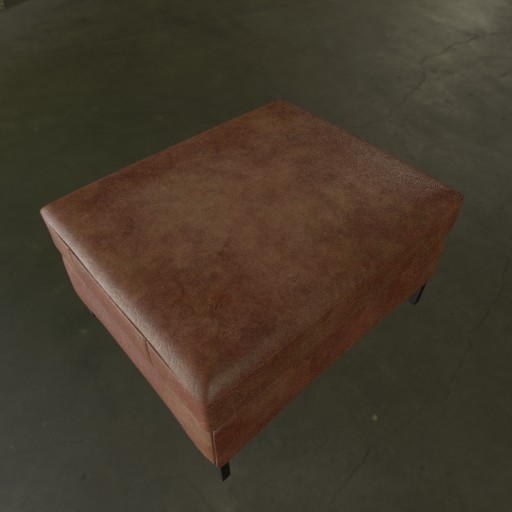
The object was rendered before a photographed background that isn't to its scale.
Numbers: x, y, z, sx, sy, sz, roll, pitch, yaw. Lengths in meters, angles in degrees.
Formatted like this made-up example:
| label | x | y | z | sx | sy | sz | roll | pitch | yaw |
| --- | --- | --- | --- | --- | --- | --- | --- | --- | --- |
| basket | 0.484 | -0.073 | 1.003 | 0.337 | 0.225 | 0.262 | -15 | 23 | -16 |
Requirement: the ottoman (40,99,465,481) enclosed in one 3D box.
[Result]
| label | x | y | z | sx | sy | sz | roll | pitch | yaw |
| --- | --- | --- | --- | --- | --- | --- | --- | --- | --- |
| ottoman | 0.000 | 0.000 | 1.738 | 1.186 | 0.667 | 0.965 | -33 | 55 | -27 |
